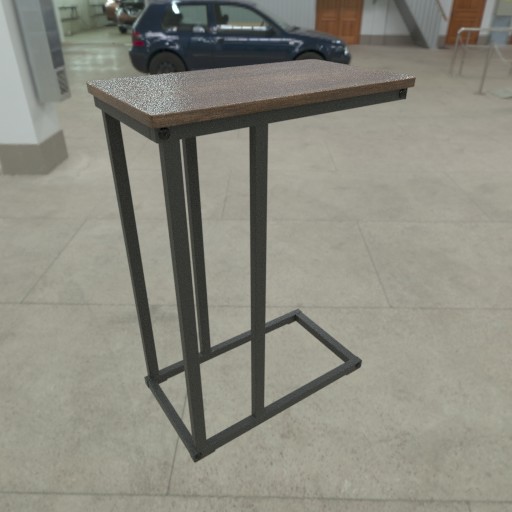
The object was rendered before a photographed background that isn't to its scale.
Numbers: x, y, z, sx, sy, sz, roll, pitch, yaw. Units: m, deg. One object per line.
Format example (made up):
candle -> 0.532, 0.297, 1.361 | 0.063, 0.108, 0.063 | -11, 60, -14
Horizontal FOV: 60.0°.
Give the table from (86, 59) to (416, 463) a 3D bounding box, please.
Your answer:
table -> 0.000, 0.000, 0.848 | 0.450, 0.637, 0.254 | -19, 36, -29
